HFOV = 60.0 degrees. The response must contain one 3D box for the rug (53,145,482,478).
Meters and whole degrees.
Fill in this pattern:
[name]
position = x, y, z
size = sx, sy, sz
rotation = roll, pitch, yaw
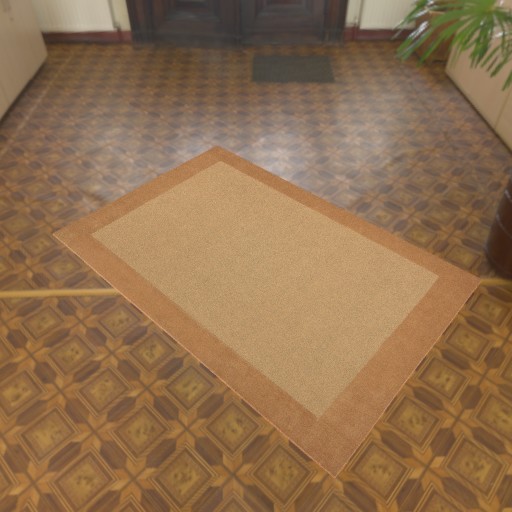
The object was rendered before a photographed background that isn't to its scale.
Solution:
[rug]
position = 0.000, 0.000, 2.248
size = 1.829, 0.014, 1.219
rotation = 33, 53, 29
